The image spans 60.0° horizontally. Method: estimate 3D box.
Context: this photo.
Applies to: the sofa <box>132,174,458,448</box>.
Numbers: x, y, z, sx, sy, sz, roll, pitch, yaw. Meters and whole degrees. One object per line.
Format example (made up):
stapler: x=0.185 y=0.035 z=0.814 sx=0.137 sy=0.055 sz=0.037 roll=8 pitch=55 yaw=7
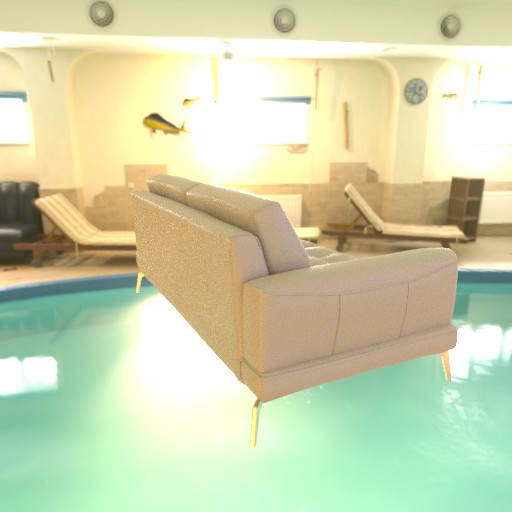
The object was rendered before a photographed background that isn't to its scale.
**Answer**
sofa: x=0.000 y=0.000 z=2.741 sx=1.121 sy=0.930 sz=2.177 roll=-7 pitch=16 yaw=-26
